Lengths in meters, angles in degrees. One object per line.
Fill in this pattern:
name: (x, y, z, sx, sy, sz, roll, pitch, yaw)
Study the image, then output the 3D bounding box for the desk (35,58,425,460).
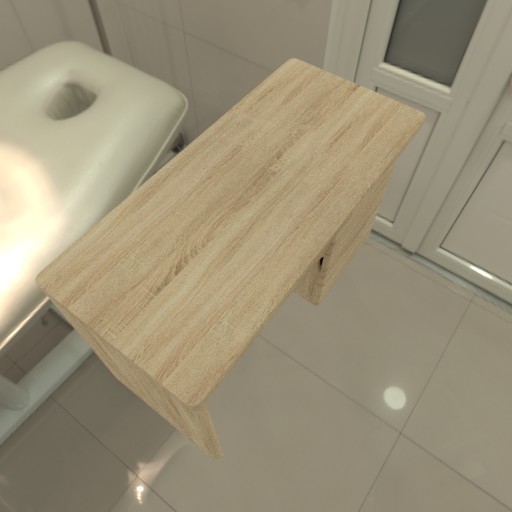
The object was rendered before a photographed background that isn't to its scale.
desk: (0.000, 0.000, 1.629, 0.550, 0.760, 1.200, 32, 62, 19)
